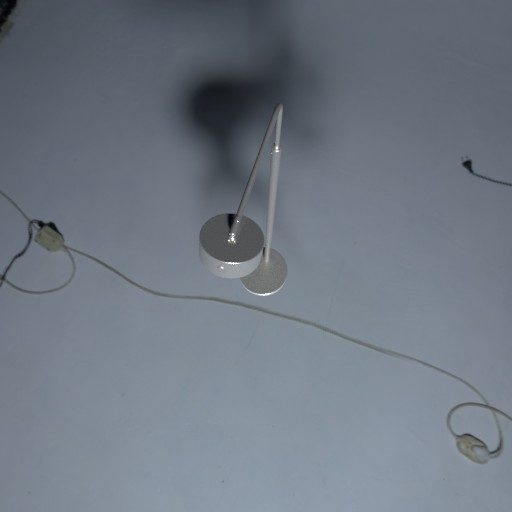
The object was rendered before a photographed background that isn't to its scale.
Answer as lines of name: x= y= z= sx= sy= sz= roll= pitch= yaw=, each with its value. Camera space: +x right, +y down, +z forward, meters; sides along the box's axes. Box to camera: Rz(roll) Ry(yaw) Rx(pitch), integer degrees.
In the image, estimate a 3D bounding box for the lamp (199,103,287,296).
lamp: x=0.000 y=0.000 z=1.416 sx=0.222 sy=1.250 sz=0.421 roll=18 pitch=75 yaw=5
